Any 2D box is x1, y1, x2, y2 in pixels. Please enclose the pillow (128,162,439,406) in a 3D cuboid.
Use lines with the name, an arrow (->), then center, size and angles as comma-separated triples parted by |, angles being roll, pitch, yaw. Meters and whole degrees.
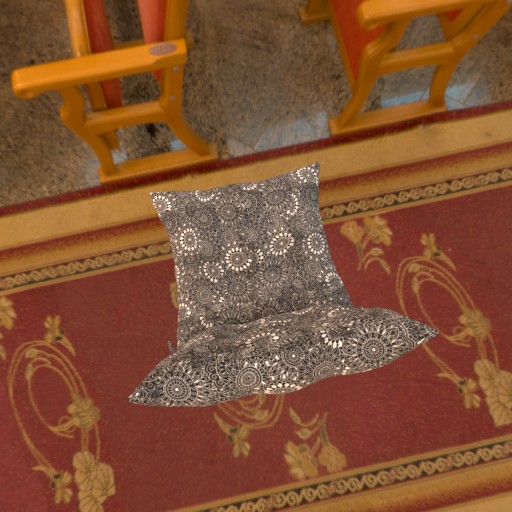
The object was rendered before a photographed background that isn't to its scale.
pillow -> 0.000, 0.000, 1.009 | 0.541, 0.536, 0.585 | -11, 77, -3
